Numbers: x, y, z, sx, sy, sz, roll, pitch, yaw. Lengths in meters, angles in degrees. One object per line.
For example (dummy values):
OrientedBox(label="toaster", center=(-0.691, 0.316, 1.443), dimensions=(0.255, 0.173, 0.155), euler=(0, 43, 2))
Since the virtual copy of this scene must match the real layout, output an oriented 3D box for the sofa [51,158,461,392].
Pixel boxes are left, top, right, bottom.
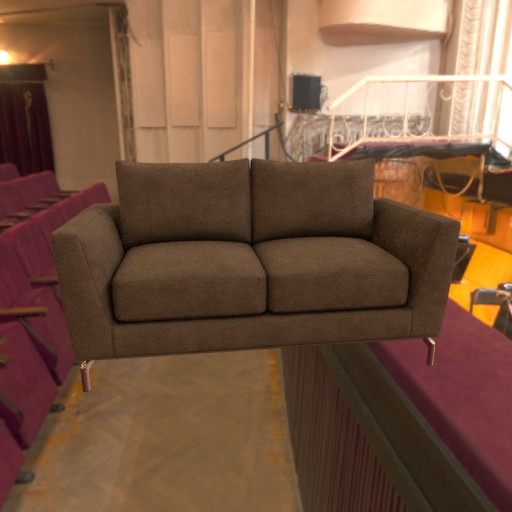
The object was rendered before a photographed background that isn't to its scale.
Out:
OrientedBox(label="sofa", center=(0.000, 0.000, 2.394), dimensions=(1.832, 1.013, 0.855), euler=(-2, 15, -8))
